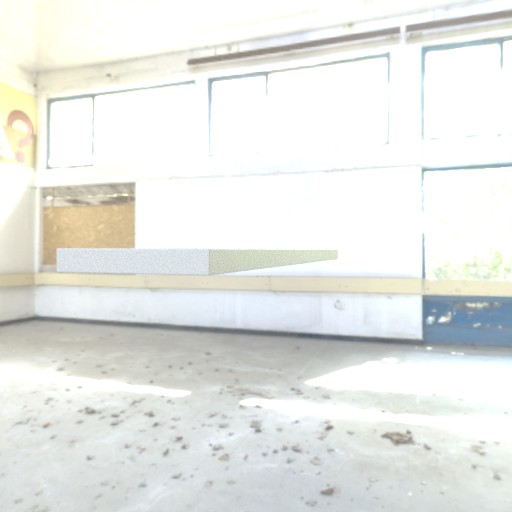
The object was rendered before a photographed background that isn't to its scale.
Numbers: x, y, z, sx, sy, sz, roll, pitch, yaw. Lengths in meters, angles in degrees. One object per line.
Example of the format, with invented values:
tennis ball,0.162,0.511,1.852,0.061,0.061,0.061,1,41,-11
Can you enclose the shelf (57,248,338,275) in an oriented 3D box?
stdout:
shelf,0.000,0.000,0.633,0.140,0.020,0.610,0,1,19
